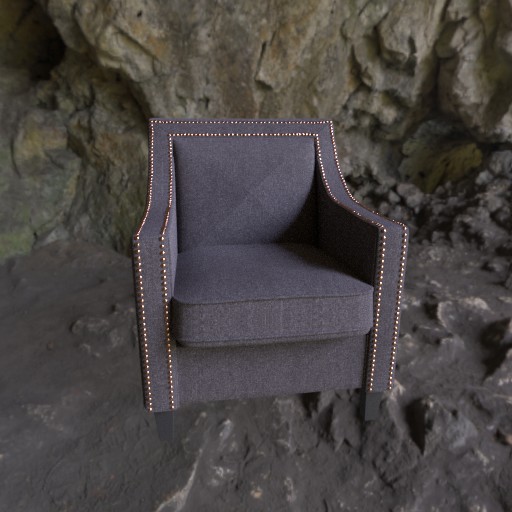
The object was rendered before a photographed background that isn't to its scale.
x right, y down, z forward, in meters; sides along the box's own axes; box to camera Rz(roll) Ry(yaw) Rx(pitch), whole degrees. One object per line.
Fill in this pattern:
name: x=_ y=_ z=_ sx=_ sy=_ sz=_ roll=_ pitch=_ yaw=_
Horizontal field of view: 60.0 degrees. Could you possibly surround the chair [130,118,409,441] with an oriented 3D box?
chair: x=0.000 y=0.000 z=1.602 sx=0.776 sy=0.967 sz=0.884 roll=-2 pitch=16 yaw=-8
